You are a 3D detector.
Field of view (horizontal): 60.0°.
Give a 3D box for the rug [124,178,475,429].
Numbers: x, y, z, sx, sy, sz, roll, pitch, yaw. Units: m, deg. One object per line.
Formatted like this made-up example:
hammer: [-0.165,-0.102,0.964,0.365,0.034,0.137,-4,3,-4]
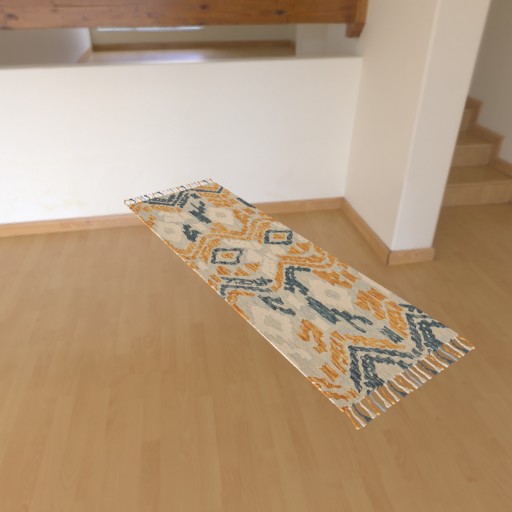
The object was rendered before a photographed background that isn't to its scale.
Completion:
rug: [0.000,0.000,2.682,0.783,0.010,2.437,-21,37,-29]
